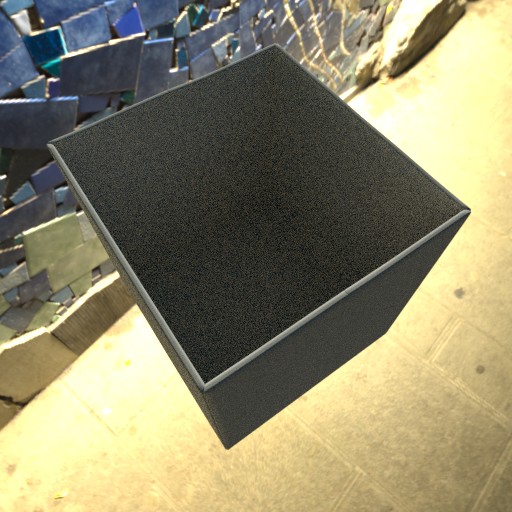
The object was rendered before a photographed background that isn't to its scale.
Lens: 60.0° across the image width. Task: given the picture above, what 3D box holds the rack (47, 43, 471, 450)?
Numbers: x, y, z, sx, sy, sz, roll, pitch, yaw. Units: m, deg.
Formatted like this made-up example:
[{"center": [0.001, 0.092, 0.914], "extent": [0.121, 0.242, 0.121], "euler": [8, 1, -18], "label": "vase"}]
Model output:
[{"center": [0.000, 0.000, 0.492], "extent": [0.270, 0.280, 0.270], "euler": [-31, 64, -17], "label": "rack"}]
